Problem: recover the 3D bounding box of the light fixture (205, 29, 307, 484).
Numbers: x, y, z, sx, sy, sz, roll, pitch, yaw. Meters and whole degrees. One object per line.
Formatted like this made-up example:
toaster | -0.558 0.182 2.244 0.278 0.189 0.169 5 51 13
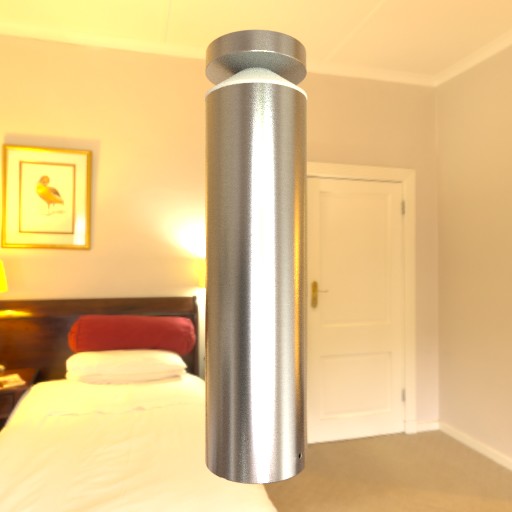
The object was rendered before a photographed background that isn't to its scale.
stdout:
light fixture | 0.000 0.000 0.440 0.102 0.400 0.102 0 -1 36
